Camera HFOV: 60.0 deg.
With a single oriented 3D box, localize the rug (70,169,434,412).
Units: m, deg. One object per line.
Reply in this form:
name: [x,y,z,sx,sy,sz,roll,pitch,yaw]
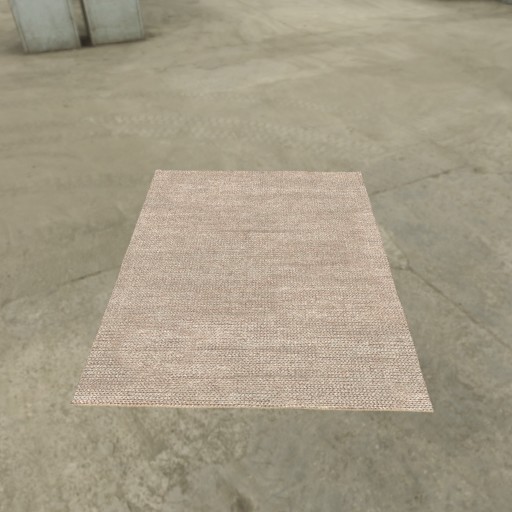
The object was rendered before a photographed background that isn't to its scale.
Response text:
rug: [0.000,0.000,4.080,2.429,0.030,3.052,1,41,1]
